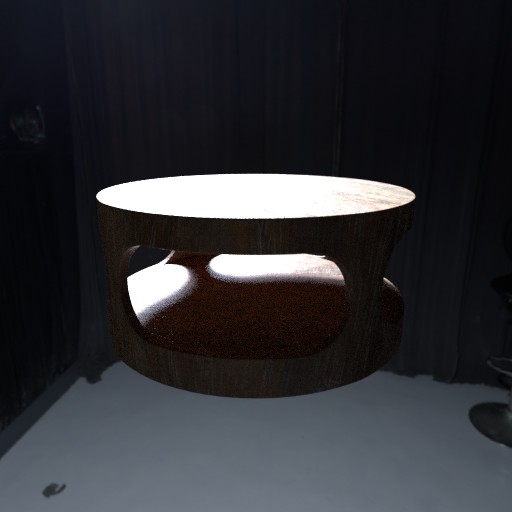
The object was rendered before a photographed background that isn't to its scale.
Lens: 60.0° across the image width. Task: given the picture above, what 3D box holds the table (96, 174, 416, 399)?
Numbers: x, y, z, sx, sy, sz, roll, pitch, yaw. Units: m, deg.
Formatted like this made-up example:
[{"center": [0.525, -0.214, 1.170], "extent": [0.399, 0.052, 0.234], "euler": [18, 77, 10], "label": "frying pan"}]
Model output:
[{"center": [0.000, 0.000, 1.493], "extent": [0.974, 0.450, 0.974], "euler": [0, 16, 0], "label": "table"}]
